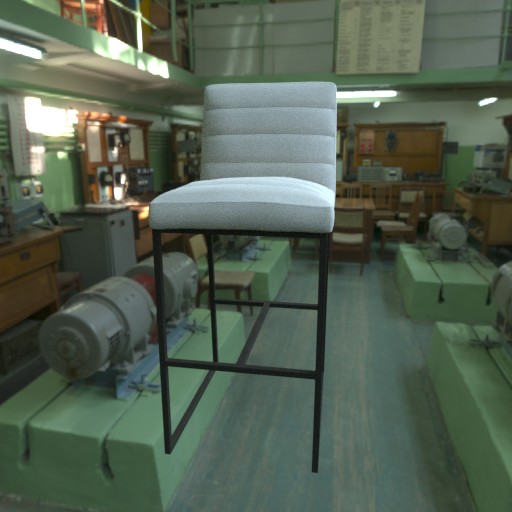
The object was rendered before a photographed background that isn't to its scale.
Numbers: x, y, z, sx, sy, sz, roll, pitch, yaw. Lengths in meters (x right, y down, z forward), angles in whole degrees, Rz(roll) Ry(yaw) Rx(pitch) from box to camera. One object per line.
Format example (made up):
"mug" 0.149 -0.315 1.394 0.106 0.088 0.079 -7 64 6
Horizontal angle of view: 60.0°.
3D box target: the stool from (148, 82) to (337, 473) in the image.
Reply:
"stool" 0.000 0.000 1.359 0.464 1.061 0.573 2 14 10
